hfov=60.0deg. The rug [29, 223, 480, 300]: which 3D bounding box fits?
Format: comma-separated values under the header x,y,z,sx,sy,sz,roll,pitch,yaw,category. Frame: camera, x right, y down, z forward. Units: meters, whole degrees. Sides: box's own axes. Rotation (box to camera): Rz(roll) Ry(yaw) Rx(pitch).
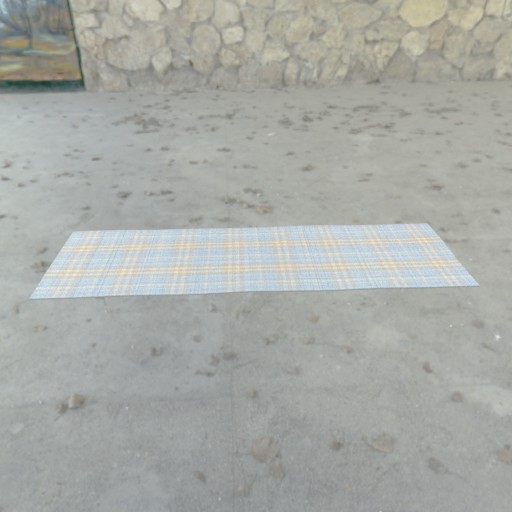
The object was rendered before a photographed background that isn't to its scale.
x,y,z,sx,sy,sz,roll,pitch,yaw,category
0.000,0.000,2.717,2.439,0.013,0.762,-1,31,-2,rug
